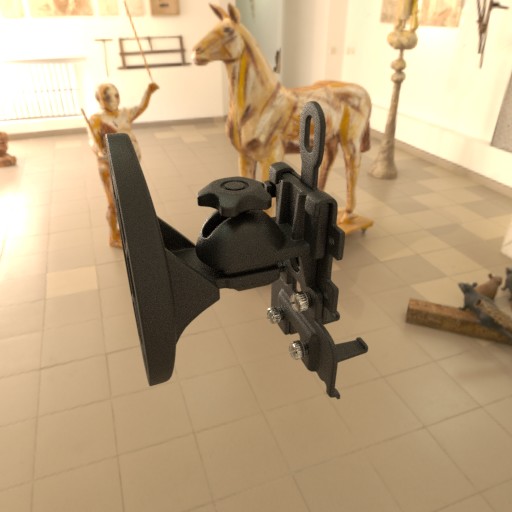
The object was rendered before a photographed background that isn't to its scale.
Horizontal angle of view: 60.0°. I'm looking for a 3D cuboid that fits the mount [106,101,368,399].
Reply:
[{"bbox_3d":[0.000,0.000,0.180,0.100,0.118,0.066,-11,32,-18],"label":"mount"}]
